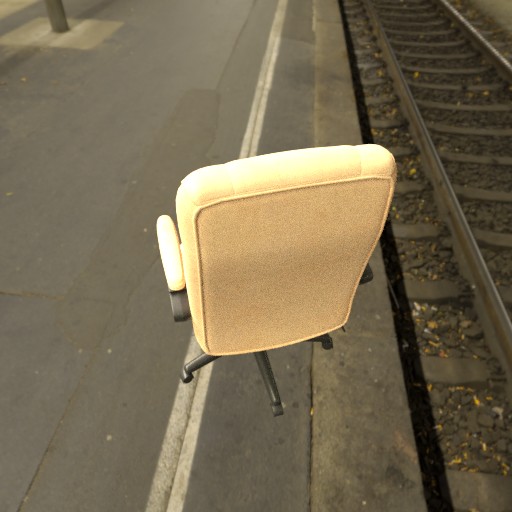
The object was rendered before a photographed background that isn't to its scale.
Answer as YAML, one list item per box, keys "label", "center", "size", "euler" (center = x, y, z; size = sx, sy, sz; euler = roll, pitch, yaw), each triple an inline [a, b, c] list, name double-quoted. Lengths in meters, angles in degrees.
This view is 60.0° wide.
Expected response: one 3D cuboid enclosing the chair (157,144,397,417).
- label: "chair"
  center: [0.000, 0.000, 1.542]
  size: [0.667, 1.105, 0.724]
  euler: [-10, 42, -12]
